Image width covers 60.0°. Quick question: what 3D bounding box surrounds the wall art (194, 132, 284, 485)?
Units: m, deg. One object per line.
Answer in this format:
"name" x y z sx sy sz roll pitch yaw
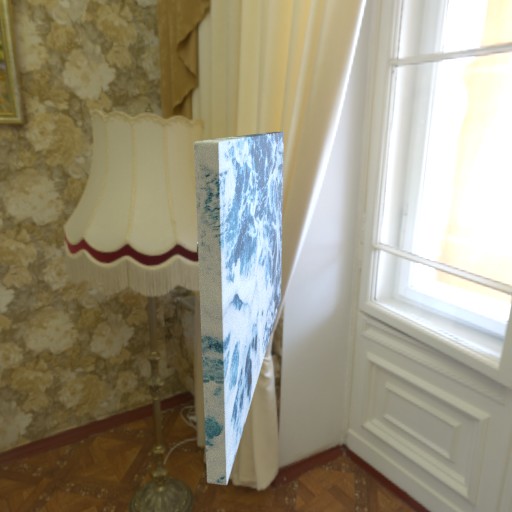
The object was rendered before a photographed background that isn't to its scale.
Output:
"wall art" 0.000 0.000 1.157 0.042 0.610 0.915 3 17 9
